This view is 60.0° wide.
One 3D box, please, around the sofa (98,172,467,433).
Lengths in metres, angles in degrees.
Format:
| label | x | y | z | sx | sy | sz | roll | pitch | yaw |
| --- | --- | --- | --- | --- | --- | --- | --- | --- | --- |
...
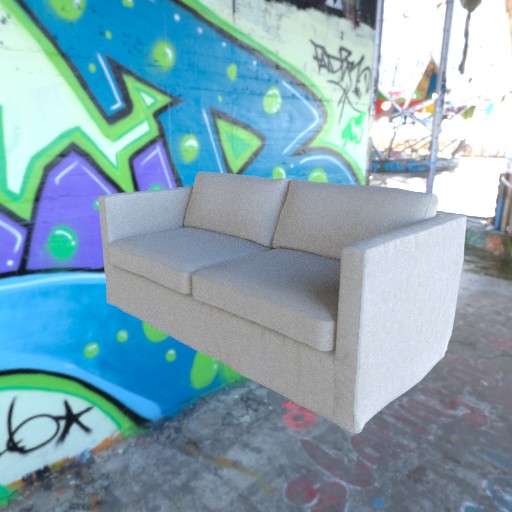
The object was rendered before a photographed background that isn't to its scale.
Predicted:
| label | x | y | z | sx | sy | sz | roll | pitch | yaw |
| --- | --- | --- | --- | --- | --- | --- | --- | --- | --- |
| sofa | 0.000 | 0.000 | 2.518 | 1.959 | 0.835 | 0.962 | 15 | 21 | 43 |
